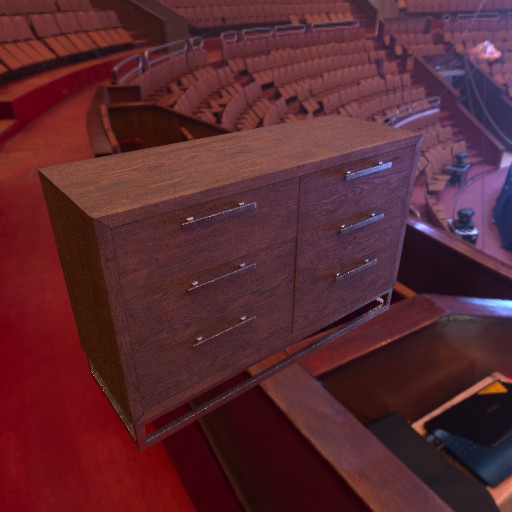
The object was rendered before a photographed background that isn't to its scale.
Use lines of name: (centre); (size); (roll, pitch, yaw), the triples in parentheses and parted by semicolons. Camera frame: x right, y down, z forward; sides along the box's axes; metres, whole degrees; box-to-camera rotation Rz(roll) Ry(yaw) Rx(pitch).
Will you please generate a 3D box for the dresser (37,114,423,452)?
dresser: (0.000, 0.000, 2.187); (1.646, 1.061, 0.623); (-21, 35, -32)
